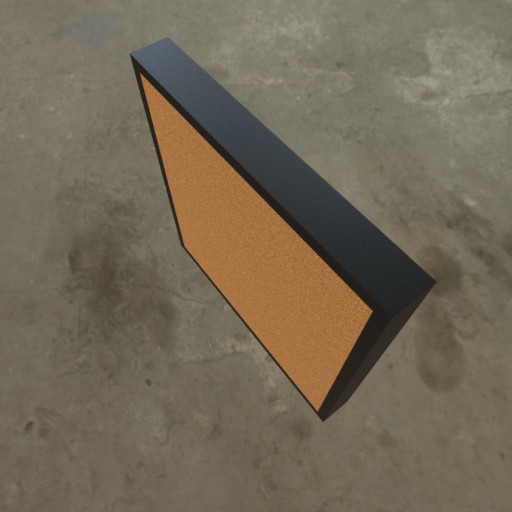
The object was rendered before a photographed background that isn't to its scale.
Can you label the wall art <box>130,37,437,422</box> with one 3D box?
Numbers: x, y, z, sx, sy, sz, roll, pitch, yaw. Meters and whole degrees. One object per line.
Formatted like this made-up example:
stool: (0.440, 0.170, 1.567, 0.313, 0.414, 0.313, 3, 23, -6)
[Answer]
wall art: (0.000, 0.000, 0.450, 0.038, 0.304, 0.305, -33, 64, -18)
